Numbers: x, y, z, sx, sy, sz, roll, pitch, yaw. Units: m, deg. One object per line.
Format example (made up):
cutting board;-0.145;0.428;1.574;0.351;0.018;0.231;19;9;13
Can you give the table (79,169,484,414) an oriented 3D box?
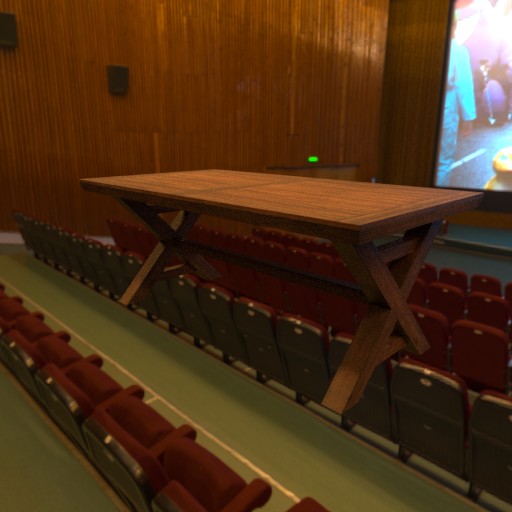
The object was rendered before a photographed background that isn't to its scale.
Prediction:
table;0.000;0.000;2.496;1.966;0.793;1.071;15;21;43
